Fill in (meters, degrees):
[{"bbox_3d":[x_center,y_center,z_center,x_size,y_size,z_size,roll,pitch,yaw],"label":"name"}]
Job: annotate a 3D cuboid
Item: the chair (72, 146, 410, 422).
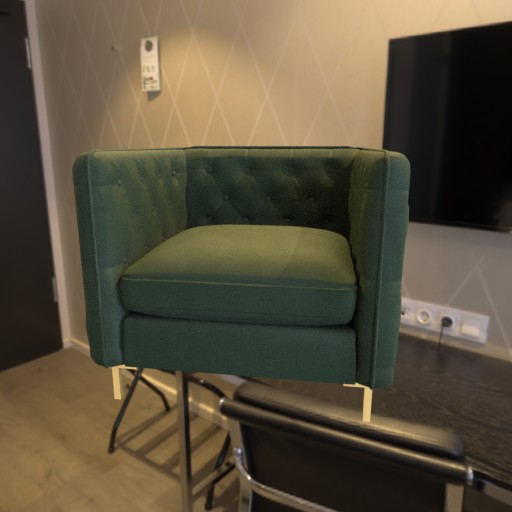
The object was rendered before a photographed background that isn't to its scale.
[{"bbox_3d":[0.000,0.000,1.590,0.917,0.768,0.855,2,14,9],"label":"chair"}]
